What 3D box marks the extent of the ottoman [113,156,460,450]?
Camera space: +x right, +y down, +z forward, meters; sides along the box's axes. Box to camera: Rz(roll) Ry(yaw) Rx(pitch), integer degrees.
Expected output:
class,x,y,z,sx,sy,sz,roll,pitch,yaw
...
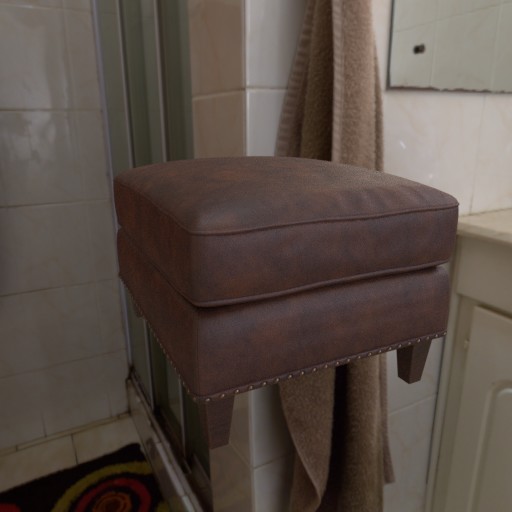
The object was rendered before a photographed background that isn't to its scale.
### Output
class,x,y,z,sx,sy,sz,roll,pitch,yaw
ottoman,0.000,0.000,1.128,0.586,0.486,0.742,-8,19,-25
